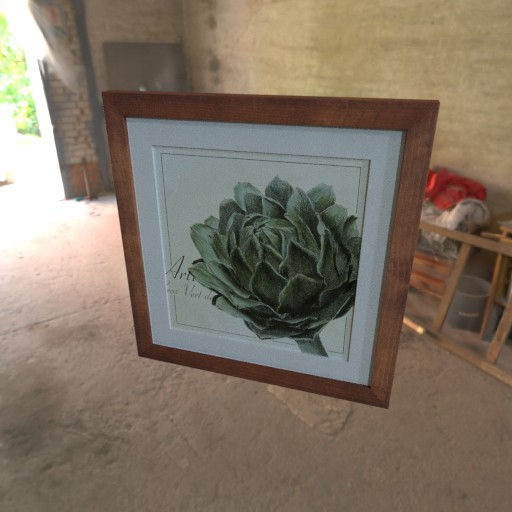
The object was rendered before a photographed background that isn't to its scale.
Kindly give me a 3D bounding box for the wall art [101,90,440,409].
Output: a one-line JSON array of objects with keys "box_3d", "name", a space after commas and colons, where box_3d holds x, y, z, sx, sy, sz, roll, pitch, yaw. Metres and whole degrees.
[{"box_3d": [0.000, 0.000, 0.836, 0.554, 0.572, 0.037, 8, 26, 16], "name": "wall art"}]
